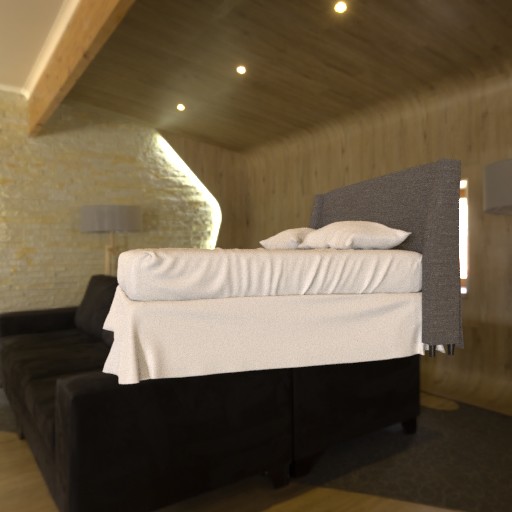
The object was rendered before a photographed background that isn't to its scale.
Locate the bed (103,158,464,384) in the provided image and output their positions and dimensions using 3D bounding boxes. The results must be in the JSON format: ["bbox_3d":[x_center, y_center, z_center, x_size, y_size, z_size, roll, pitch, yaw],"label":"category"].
[{"bbox_3d":[0.000,0.000,3.478,2.276,1.332,1.925,0,0,-19],"label":"bed"}]
